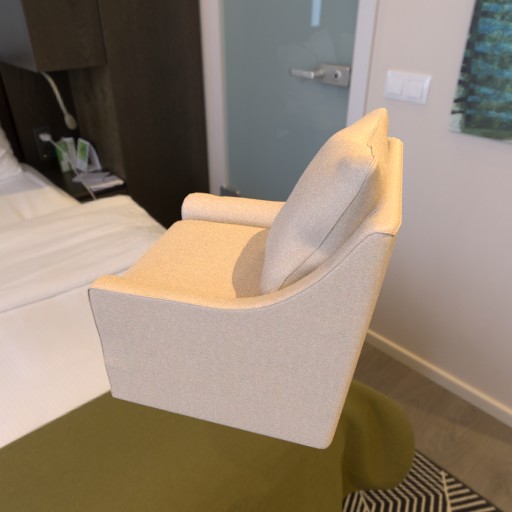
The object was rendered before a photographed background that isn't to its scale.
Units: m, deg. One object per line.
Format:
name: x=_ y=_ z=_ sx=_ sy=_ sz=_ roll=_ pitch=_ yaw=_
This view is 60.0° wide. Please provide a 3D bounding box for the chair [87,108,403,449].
chair: x=0.000 y=0.000 z=1.556 sx=0.876 sy=0.942 sz=0.760 roll=9 pitch=32 yaw=14
